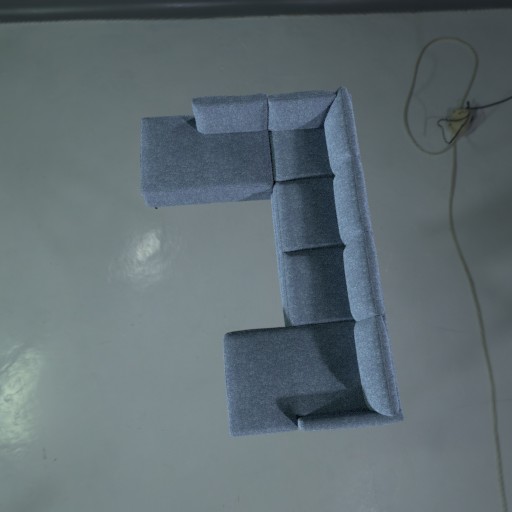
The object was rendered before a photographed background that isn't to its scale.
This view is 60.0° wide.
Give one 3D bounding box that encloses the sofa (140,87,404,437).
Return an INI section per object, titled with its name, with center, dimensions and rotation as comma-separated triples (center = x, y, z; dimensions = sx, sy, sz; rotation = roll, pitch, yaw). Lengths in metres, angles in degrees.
[sofa]
center = 0.000, 0.000, 3.622
dimensions = 1.879, 0.756, 2.737
rotation = -5, 74, -1
